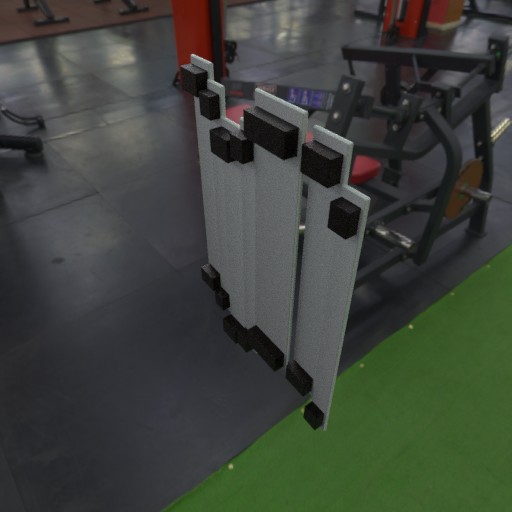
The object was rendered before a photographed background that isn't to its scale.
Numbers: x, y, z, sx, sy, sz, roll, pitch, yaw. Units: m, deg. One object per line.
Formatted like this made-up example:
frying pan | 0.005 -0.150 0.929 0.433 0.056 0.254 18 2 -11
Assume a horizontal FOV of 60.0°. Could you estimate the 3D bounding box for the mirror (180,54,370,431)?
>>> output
mirror | 0.000 0.000 0.814 0.058 0.611 0.445 -25 46 -27
